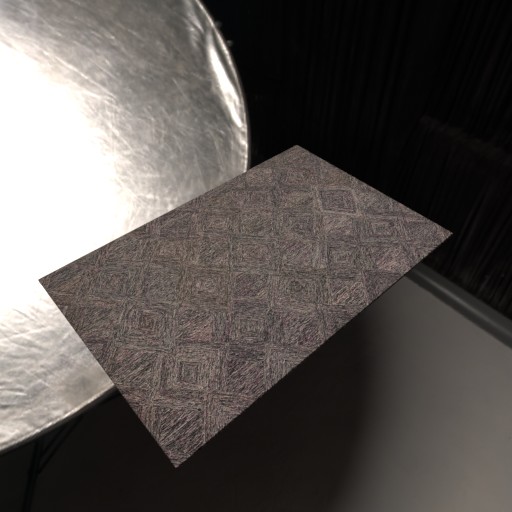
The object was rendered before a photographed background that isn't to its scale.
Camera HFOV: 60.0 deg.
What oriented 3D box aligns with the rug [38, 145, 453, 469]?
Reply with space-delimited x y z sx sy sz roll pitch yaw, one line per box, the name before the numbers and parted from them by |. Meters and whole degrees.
rug | 0.000 0.000 2.901 2.298 0.017 1.501 -33 54 -28
